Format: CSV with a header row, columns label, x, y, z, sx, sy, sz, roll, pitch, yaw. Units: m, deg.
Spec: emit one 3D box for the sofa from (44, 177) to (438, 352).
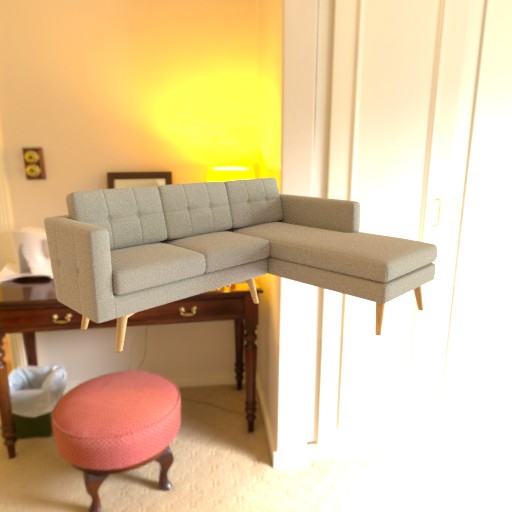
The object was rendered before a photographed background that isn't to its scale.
label,x,y,z,sx,sy,sz,roll,pitch,yaw
sofa,0.000,0.000,2.847,1.530,0.860,2.040,13,19,43
